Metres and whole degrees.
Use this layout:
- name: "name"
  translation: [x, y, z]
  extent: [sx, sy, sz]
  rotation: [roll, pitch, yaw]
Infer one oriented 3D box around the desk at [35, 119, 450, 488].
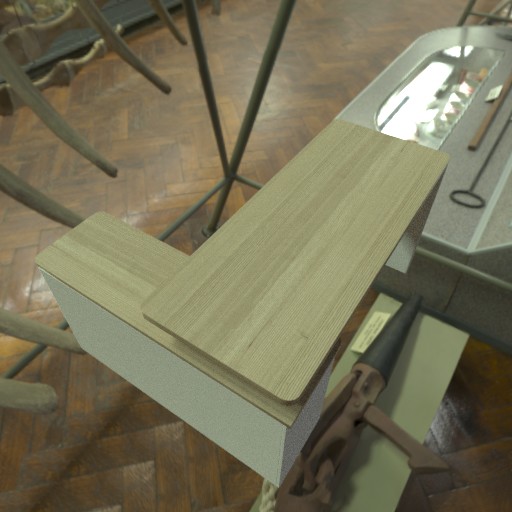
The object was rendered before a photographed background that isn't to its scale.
- name: "desk"
  translation: [0.000, 0.000, 2.081]
  extent: [1.175, 0.770, 1.400]
  rotation: [26, 52, 22]
